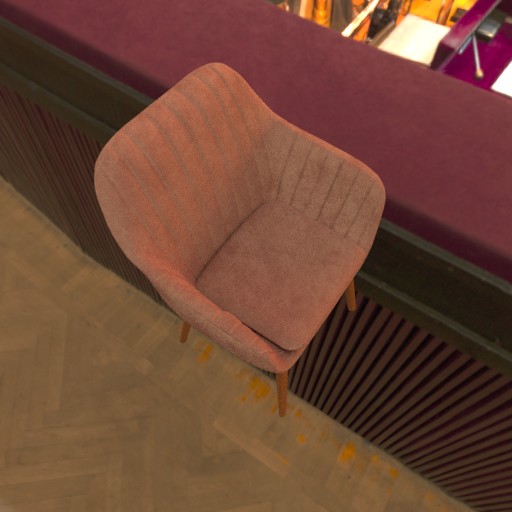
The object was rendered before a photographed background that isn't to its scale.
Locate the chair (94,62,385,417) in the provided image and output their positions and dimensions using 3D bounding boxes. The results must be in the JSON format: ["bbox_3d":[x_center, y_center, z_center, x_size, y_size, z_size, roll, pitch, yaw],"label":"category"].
[{"bbox_3d":[0.000,0.000,1.272,0.570,0.832,0.610,31,63,18],"label":"chair"}]
